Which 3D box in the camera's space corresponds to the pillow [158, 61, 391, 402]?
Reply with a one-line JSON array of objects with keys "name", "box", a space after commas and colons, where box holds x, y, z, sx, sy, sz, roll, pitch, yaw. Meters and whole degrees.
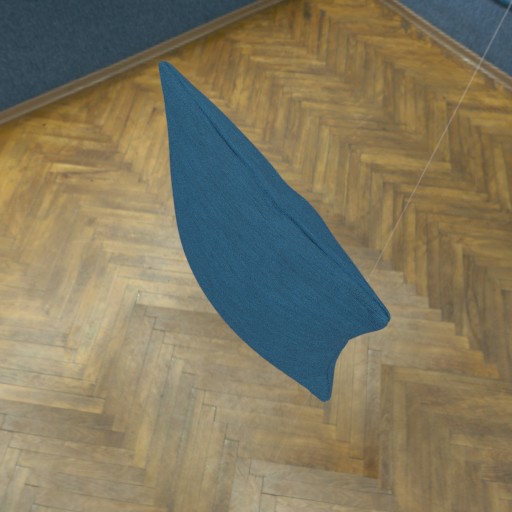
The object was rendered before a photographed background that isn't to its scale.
[{"name": "pillow", "box": [0.000, 0.000, 0.672, 0.177, 0.420, 0.437, -31, 66, -16]}]
